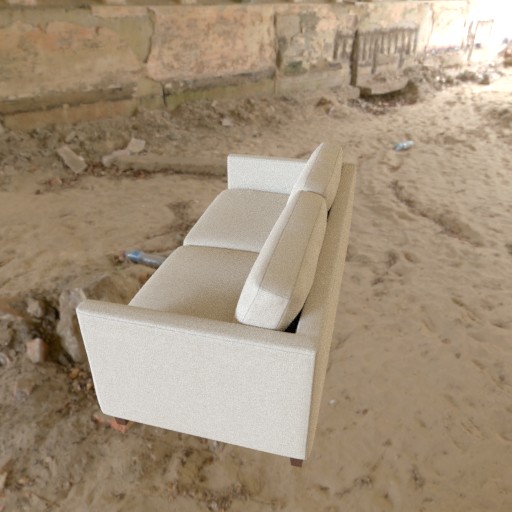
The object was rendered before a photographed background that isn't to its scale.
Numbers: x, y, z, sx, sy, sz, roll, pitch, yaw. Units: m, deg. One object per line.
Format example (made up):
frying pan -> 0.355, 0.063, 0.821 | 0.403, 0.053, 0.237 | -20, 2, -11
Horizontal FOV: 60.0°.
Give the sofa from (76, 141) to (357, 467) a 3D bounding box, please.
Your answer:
sofa -> 0.000, 0.000, 2.510 | 0.965, 0.889, 1.981 | 8, 32, 13
